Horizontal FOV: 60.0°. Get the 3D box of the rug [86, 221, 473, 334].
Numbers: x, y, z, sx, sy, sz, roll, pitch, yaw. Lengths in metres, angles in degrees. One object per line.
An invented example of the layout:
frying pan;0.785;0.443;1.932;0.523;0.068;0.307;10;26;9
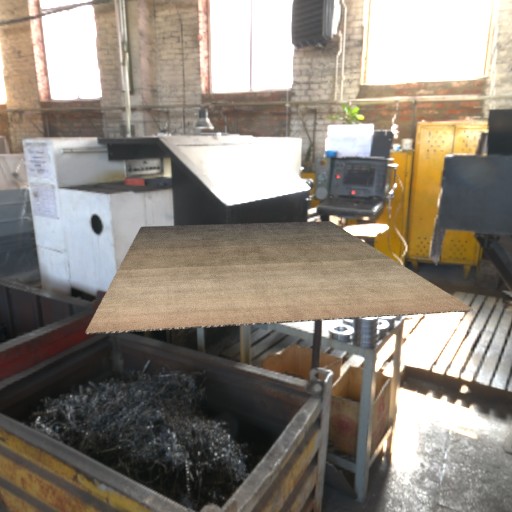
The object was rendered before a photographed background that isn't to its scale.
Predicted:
rug;0.000;0.000;3.946;2.306;0.017;2.902;-2;15;-8
